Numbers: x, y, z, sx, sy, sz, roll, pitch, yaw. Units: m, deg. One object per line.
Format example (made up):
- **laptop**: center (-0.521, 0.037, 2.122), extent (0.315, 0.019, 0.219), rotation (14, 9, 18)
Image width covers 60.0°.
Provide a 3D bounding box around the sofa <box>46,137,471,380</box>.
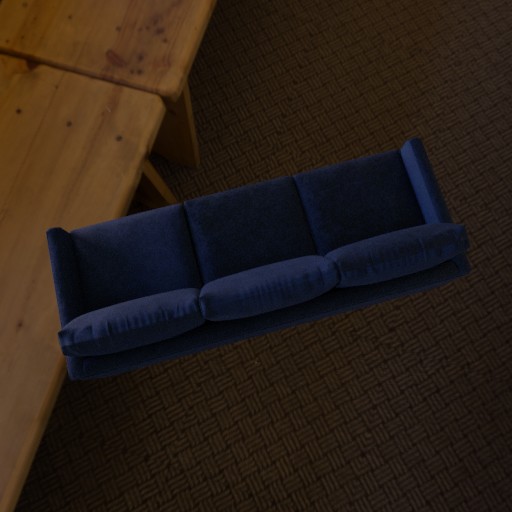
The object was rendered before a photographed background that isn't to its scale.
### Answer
- **sofa**: center (0.000, 0.000, 2.623), extent (2.252, 0.879, 0.875), rotation (-15, 77, -3)
